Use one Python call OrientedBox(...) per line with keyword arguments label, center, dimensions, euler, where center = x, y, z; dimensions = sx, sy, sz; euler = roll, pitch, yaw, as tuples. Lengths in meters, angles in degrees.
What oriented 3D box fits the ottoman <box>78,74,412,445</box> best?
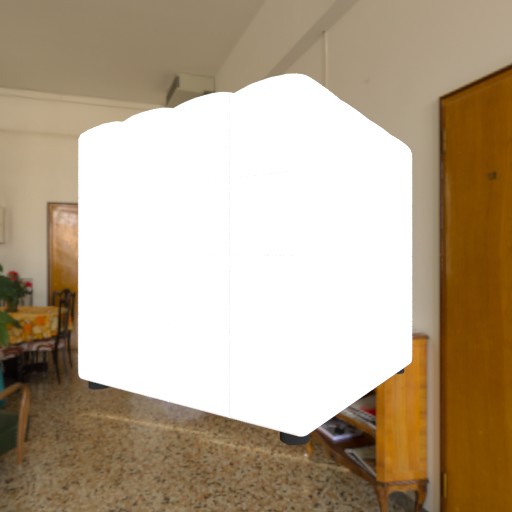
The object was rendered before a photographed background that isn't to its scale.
OrientedBox(label="ottoman", center=(0.000, 0.000, 0.781), dimensions=(0.425, 0.432, 0.425), euler=(0, 0, 35))
